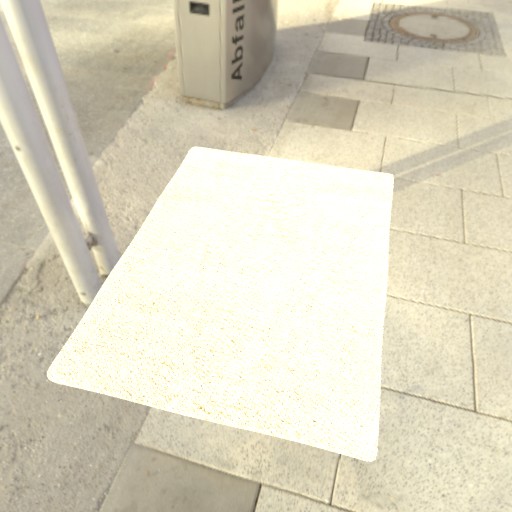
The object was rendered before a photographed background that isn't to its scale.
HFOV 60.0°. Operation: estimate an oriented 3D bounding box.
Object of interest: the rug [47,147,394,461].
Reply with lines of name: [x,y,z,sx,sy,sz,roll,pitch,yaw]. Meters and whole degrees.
rug: [0.000,0.000,2.061,1.200,0.027,1.600,10,47,10]
